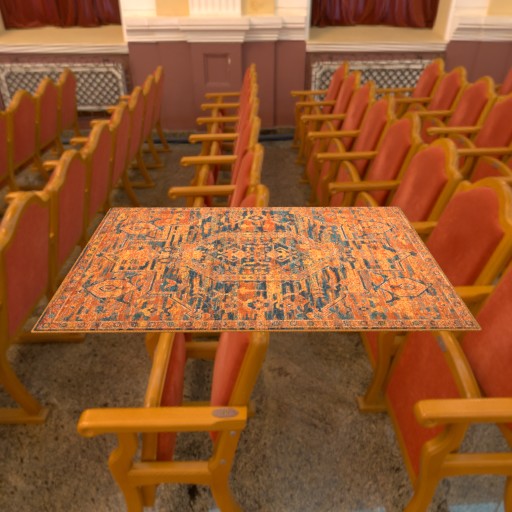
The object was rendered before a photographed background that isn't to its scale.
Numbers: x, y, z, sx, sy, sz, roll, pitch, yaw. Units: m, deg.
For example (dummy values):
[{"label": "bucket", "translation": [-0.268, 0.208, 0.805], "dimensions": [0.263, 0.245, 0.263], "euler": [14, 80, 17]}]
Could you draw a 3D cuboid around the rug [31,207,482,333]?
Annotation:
[{"label": "rug", "translation": [0.000, 0.000, 1.085], "dimensions": [0.863, 0.008, 0.557], "euler": [0, 31, 0]}]
